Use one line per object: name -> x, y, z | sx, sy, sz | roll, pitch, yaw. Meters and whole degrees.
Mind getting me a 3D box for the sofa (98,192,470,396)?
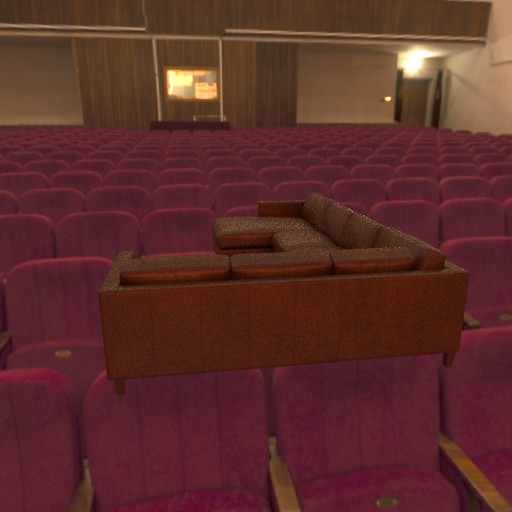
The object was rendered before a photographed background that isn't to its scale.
sofa -> 0.000, 0.000, 4.493 | 2.452, 0.891, 3.324 | -2, 16, -9
